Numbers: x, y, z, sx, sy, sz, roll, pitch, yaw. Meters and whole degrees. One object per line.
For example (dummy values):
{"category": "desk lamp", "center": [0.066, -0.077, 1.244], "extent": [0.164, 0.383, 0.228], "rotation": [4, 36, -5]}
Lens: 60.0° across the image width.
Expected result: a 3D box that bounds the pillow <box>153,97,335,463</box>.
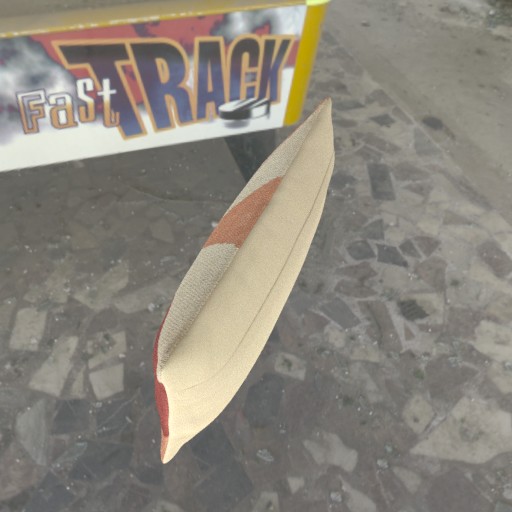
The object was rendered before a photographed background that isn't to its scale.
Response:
{"category": "pillow", "center": [0.000, 0.000, 0.722], "extent": [0.155, 0.292, 0.609], "rotation": [16, 48, 15]}
